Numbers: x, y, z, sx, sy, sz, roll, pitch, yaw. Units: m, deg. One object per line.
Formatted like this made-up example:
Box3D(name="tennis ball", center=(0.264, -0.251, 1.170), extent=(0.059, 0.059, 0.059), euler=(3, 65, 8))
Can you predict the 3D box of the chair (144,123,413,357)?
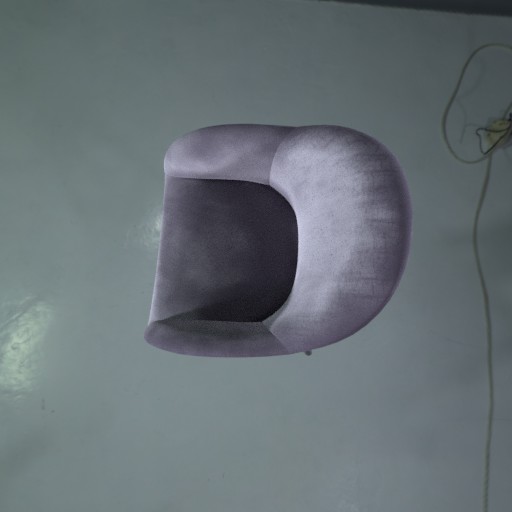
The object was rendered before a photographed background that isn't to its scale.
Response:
Box3D(name="chair", center=(0.000, 0.000, 1.201), extent=(0.590, 0.795, 0.550), euler=(3, 76, 1))
